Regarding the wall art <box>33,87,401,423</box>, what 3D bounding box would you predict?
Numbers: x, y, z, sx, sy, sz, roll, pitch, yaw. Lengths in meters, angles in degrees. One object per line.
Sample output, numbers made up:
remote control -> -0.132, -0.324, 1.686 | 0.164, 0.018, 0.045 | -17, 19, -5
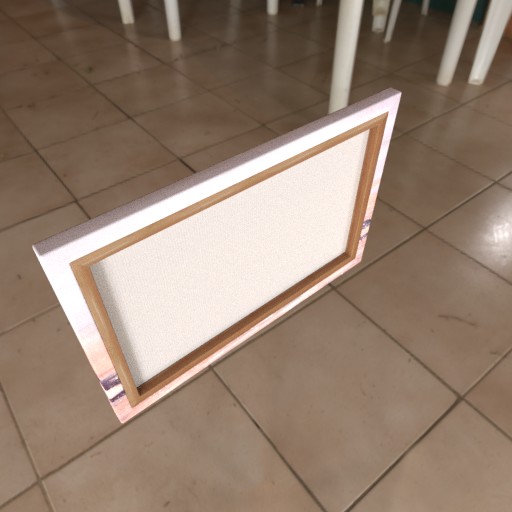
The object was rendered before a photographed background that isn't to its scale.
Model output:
wall art -> 0.000, 0.000, 1.129 | 0.913, 0.609, 0.038 | -30, 53, -26
